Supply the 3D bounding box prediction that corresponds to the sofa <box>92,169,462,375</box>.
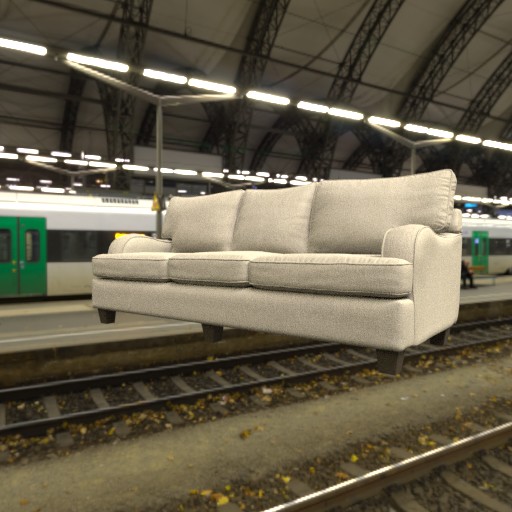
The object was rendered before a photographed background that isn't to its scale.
[{"bbox_3d":[0.000,0.000,2.906,2.323,0.991,1.016,1,1,38],"label":"sofa"}]
